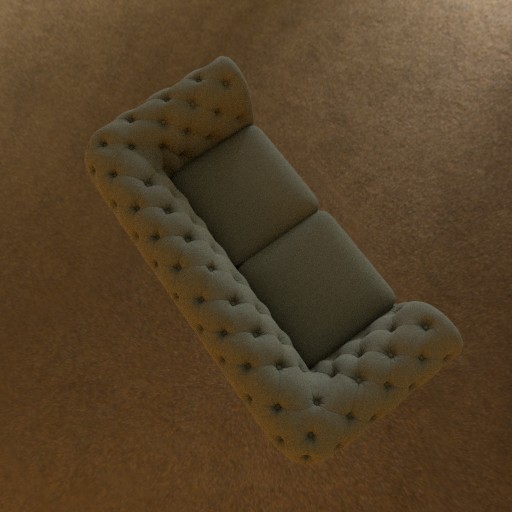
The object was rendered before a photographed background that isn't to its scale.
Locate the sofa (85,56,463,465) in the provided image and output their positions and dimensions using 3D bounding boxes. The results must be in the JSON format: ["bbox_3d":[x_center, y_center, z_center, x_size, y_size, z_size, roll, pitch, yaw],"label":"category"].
[{"bbox_3d":[0.000,0.000,2.443,0.986,0.764,1.998,-35,78,-9],"label":"sofa"}]
